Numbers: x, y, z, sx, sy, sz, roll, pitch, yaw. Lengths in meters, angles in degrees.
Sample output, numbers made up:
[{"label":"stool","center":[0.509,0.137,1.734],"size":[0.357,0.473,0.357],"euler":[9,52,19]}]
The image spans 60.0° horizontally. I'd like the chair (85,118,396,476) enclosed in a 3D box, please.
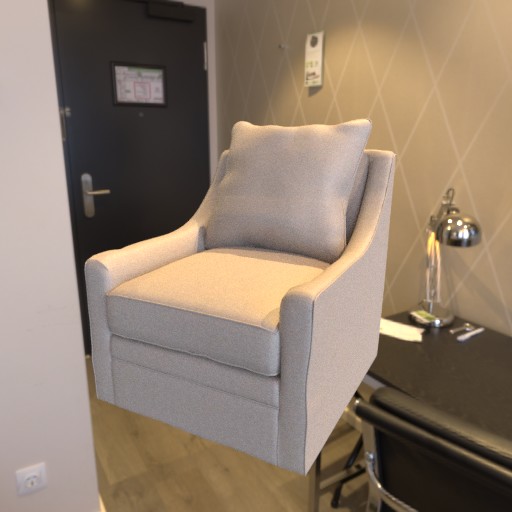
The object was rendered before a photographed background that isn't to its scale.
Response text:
[{"label":"chair","center":[0.000,0.000,1.557],"size":[0.760,0.942,0.876],"euler":[8,16,27]}]
